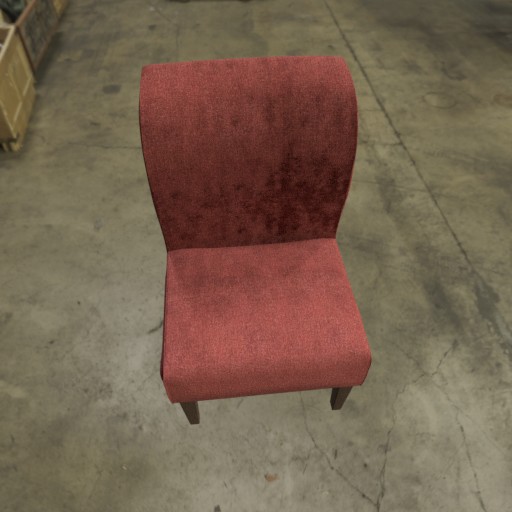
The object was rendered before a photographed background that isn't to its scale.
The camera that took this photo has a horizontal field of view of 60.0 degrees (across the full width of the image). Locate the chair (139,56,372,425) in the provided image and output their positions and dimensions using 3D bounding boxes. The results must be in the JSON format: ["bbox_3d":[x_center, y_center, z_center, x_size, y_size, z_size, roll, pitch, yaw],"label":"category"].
[{"bbox_3d":[0.000,0.000,1.238,0.538,0.846,0.640,-4,47,-4],"label":"chair"}]
